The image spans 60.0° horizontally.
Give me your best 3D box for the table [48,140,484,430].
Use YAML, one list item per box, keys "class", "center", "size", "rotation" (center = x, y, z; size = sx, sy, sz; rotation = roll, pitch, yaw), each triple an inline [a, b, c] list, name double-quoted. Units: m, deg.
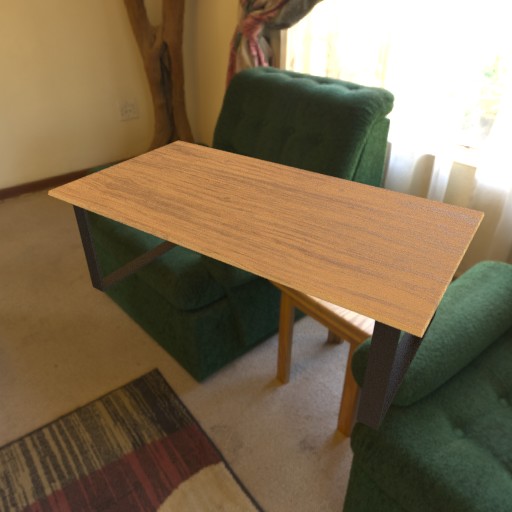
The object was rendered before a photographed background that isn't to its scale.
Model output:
- class: "table"
  center: [0.000, 0.000, 1.631]
  size: [1.331, 0.445, 0.693]
  rotation: [20, 37, 28]
